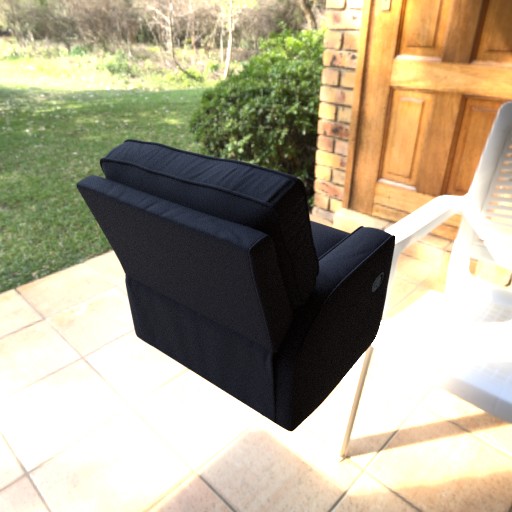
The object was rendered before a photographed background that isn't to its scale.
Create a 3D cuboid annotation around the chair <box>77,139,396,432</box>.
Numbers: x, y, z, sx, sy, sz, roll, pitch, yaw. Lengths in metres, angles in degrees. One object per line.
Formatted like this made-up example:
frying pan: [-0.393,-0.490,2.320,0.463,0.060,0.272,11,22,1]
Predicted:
chair: [0.000,0.000,1.741,0.861,0.962,0.964,21,36,33]
